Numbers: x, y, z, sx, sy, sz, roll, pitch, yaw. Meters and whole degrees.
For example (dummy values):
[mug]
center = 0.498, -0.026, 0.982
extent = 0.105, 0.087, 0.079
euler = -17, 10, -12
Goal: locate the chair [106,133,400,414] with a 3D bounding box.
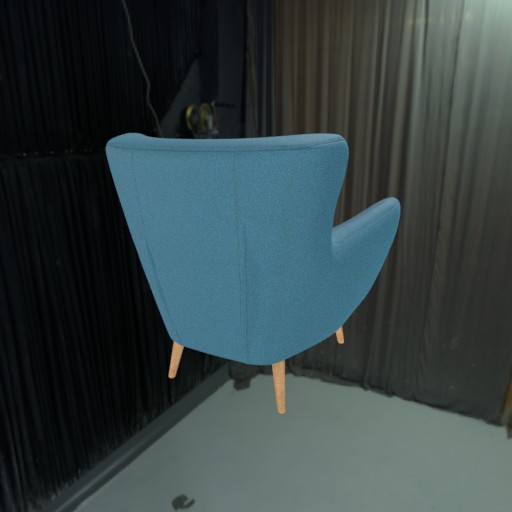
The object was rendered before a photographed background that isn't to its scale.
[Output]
[chair]
center = 0.000, 0.000, 1.662
extent = 0.890, 0.889, 0.889
euler = 8, 18, 27
